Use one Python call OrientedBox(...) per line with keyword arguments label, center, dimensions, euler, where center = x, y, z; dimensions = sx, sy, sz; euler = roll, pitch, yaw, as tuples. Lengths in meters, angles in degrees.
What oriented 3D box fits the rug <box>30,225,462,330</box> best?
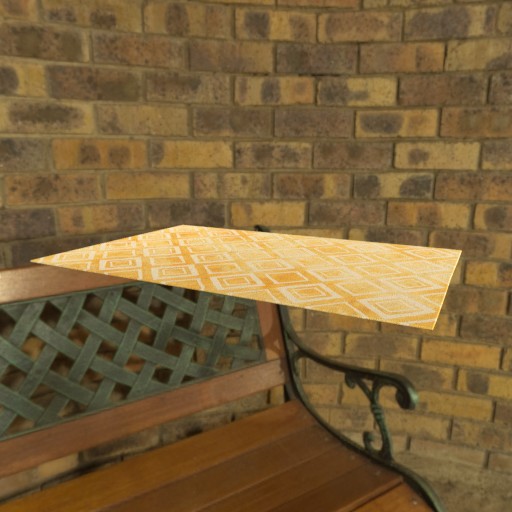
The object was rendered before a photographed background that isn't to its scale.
OrientedBox(label="rug", center=(0.000, 0.000, 2.244), dimensions=(1.829, 0.010, 1.213), euler=(7, 15, 27))
